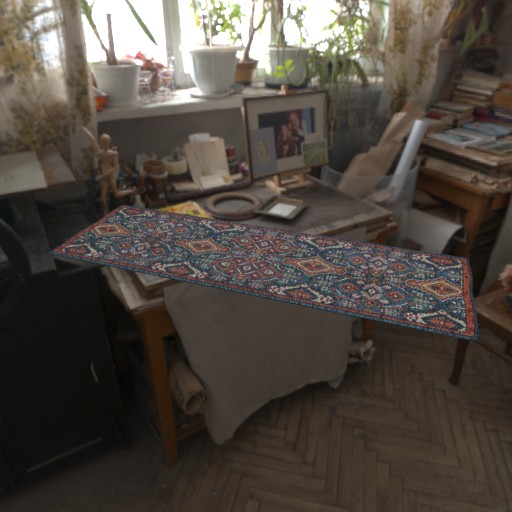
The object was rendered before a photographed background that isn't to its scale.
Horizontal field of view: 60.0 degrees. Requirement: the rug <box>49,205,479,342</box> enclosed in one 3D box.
[{"bbox_3d":[0.000,0.000,2.708,2.459,0.010,0.801,10,31,17],"label":"rug"}]
